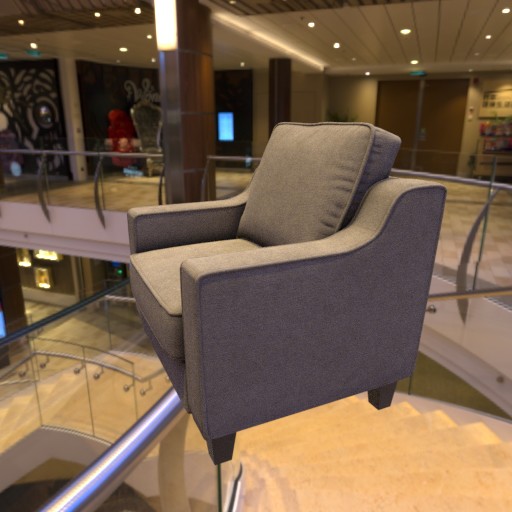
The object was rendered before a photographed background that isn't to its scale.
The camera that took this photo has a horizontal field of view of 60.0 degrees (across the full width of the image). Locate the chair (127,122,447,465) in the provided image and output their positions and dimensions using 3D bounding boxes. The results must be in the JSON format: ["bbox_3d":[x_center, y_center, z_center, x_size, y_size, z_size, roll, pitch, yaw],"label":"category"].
[{"bbox_3d":[0.000,0.000,1.632,0.840,0.944,0.926,-8,19,-24],"label":"chair"}]
